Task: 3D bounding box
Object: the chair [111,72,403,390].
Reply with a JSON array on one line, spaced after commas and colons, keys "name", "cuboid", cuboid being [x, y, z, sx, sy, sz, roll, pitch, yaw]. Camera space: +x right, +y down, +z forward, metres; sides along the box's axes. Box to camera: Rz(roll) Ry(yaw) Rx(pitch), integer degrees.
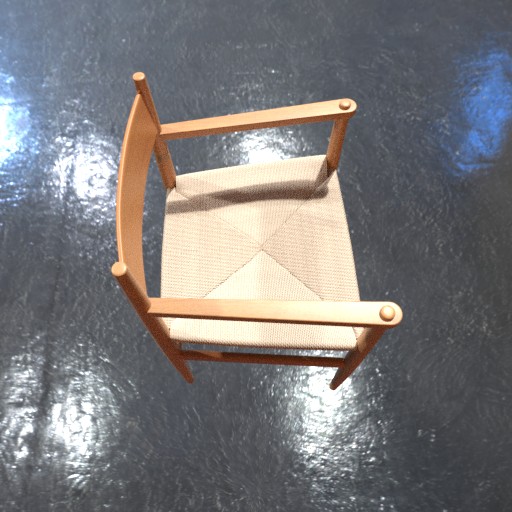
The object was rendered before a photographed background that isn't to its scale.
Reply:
[{"name": "chair", "cuboid": [0.000, 0.000, 1.115, 0.495, 0.762, 0.556, -3, 62, -1]}]
